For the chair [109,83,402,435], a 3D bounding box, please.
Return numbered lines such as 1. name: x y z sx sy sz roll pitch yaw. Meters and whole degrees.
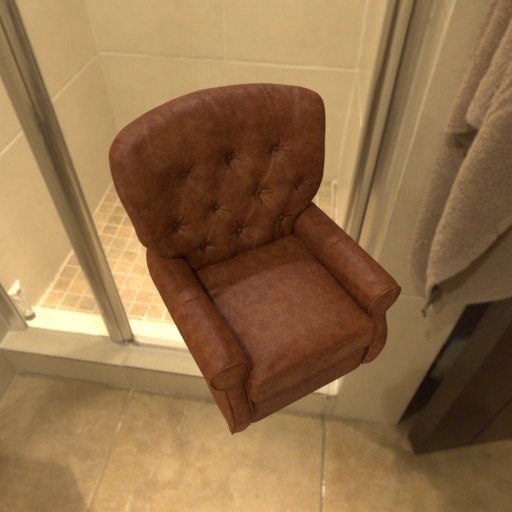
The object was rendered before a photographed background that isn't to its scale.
1. chair: 0.000 0.000 1.959 0.951 1.164 1.059 -22 50 -19
